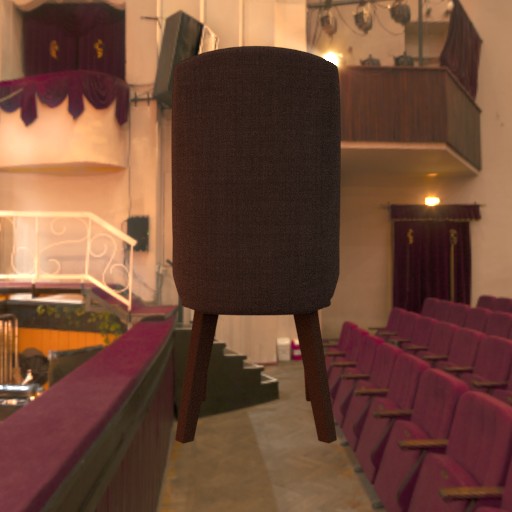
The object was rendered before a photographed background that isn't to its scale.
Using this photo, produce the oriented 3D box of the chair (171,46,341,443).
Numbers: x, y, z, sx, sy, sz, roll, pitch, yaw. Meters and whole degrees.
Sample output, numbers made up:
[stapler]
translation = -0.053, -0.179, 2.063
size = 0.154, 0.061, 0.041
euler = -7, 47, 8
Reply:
[chair]
translation = 0.000, 0.000, 1.389
size = 0.510, 1.050, 0.577
euler = 0, -1, 0
